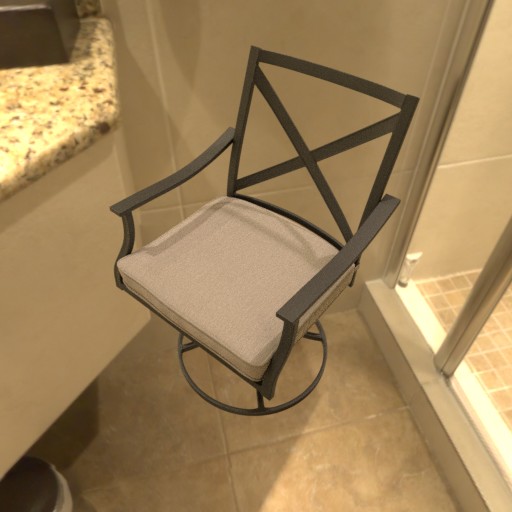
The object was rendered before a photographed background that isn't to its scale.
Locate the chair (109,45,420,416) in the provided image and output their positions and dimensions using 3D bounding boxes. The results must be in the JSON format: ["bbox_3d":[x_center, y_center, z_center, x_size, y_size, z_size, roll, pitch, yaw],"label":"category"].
[{"bbox_3d":[0.000,0.000,1.272,0.575,0.889,0.620,30,53,26],"label":"chair"}]
